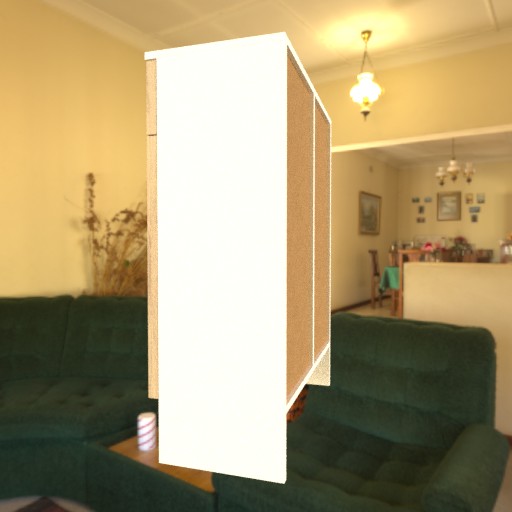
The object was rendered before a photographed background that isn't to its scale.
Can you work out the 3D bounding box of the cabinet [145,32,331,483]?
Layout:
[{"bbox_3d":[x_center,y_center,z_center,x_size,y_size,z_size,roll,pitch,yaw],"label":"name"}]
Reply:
[{"bbox_3d":[0.000,0.000,1.128,0.296,0.815,0.600,1,2,17],"label":"cabinet"}]
